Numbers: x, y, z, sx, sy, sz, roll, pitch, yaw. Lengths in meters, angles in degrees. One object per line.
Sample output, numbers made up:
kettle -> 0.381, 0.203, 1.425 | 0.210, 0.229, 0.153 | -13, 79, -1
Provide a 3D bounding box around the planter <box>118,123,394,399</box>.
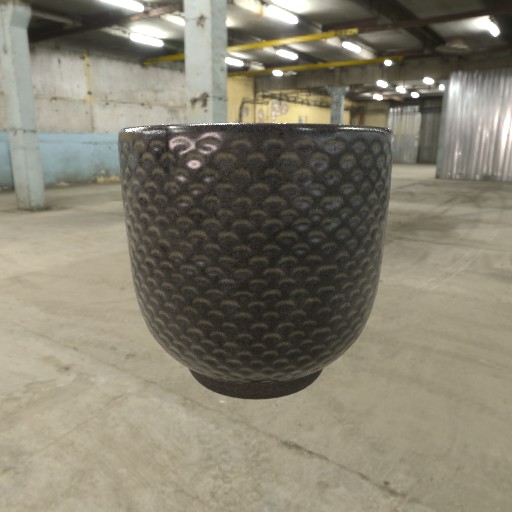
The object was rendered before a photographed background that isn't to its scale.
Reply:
planter -> 0.000, 0.000, 0.350 | 0.197, 0.191, 0.197 | 0, 13, 0
